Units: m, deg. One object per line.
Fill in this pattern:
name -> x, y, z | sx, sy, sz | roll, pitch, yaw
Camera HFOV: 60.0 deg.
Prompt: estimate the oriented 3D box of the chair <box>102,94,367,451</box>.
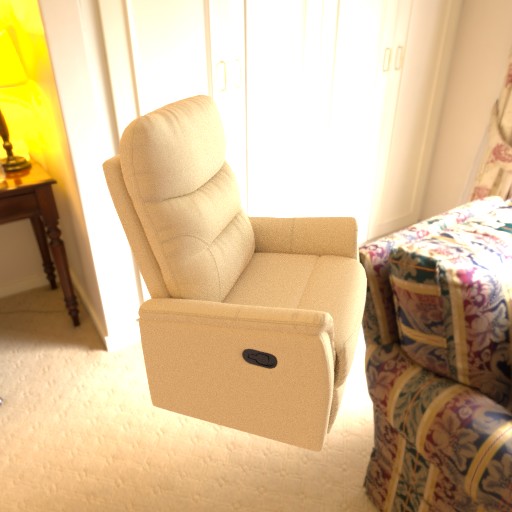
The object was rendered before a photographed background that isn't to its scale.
chair -> 0.000, 0.000, 1.667 | 0.831, 1.082, 0.775 | 9, 31, 16
